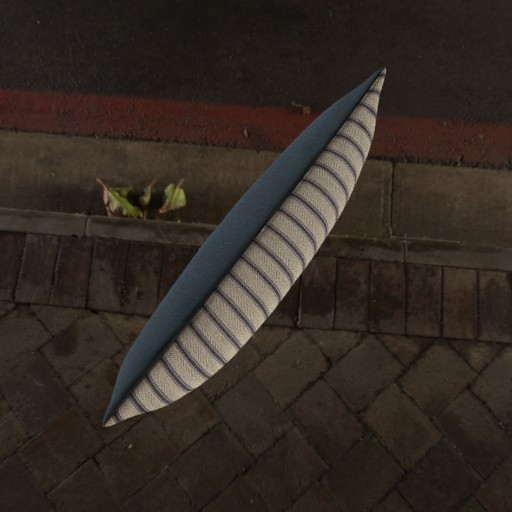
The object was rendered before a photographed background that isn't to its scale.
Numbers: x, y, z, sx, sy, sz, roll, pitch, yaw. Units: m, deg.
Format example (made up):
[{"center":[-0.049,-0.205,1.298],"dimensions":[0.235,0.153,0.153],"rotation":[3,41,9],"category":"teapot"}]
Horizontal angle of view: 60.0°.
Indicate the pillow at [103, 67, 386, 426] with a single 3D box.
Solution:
[{"center":[0.000,0.000,0.723],"dimensions":[0.151,0.305,0.609],"rotation":[36,79,8],"category":"pillow"}]
